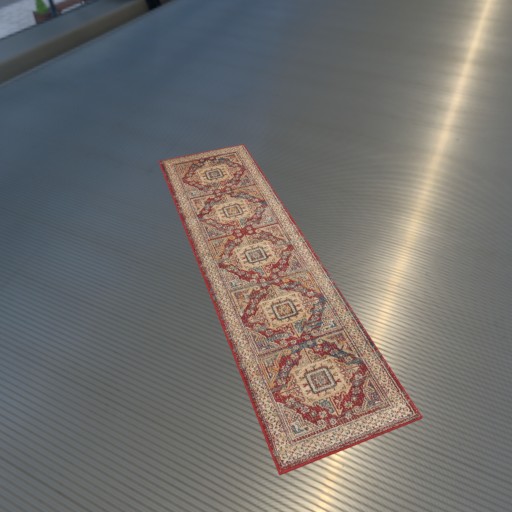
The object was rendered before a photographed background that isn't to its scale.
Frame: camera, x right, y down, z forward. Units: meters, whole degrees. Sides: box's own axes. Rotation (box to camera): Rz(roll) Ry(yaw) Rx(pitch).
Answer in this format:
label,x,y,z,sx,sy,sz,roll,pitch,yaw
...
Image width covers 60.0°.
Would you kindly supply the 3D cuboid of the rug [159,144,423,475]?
label,x,y,z,sx,sy,sz,roll,pitch,yaw
rug,0.000,0.000,2.547,0.659,0.015,2.292,-15,48,-14
